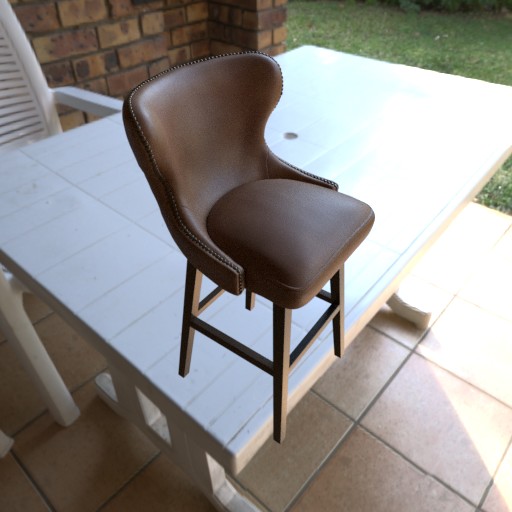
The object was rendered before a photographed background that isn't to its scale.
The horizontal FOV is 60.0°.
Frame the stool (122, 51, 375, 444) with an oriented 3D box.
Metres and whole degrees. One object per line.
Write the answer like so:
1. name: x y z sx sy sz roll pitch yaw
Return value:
1. stool: 0.000 0.000 1.440 0.606 1.087 0.591 25 46 27
